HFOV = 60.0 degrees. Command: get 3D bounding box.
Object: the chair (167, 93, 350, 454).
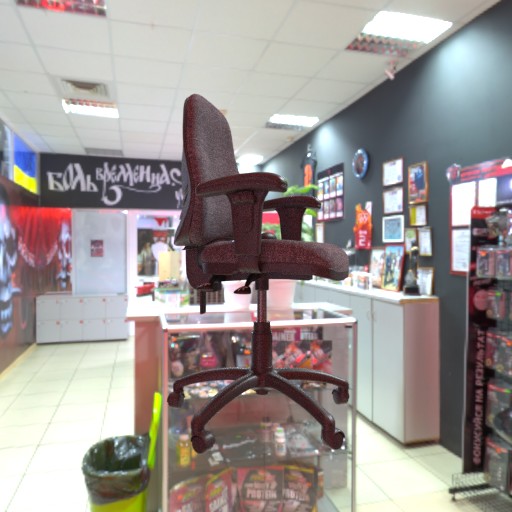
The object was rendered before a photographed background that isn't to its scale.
[{"bbox_3d":[0.000,0.000,1.253,0.530,0.910,0.550,0,1,18],"label":"chair"}]
